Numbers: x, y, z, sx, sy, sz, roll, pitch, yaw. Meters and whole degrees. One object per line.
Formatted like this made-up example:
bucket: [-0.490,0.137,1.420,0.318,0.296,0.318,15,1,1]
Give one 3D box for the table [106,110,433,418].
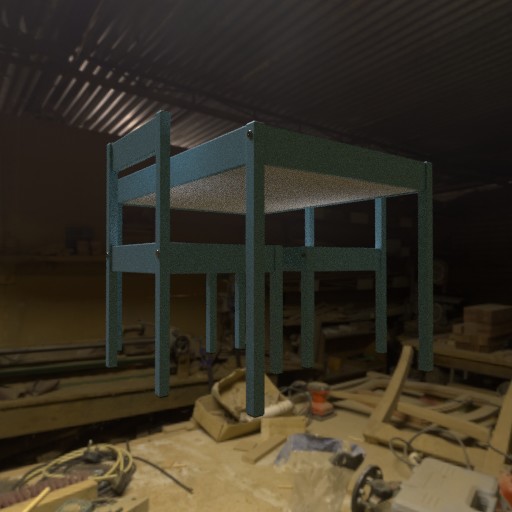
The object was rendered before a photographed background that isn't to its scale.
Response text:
table: [0.000,0.000,1.074,0.633,0.503,0.639,1,-1,-37]
